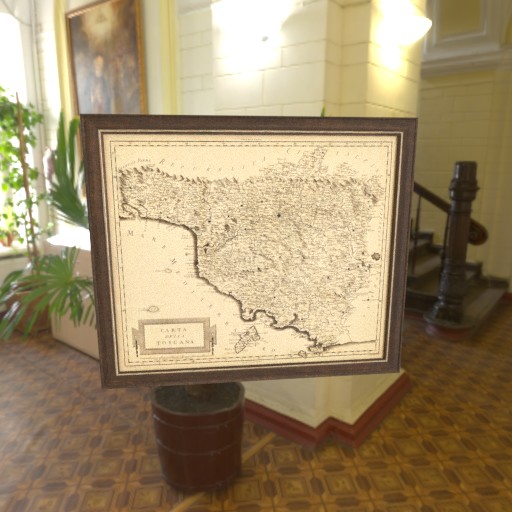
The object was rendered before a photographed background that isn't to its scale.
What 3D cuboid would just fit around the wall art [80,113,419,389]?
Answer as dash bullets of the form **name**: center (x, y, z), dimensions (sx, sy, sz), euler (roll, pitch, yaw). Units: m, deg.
- **wall art**: center (0.000, 0.000, 1.447), dimensions (1.033, 0.875, 0.023), euler (-1, 12, -6)
